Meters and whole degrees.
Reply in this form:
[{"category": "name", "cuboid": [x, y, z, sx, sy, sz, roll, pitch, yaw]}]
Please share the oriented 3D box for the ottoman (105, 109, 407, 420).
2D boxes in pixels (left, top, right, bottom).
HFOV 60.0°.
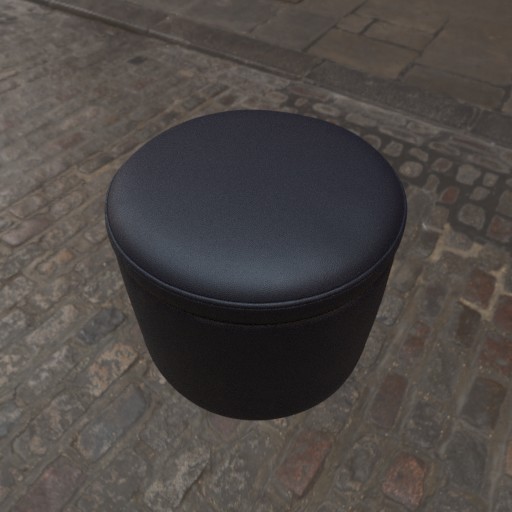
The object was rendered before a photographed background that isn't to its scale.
[{"category": "ottoman", "cuboid": [0.000, 0.000, 0.869, 0.501, 0.409, 0.501, 0, 47, 0]}]
